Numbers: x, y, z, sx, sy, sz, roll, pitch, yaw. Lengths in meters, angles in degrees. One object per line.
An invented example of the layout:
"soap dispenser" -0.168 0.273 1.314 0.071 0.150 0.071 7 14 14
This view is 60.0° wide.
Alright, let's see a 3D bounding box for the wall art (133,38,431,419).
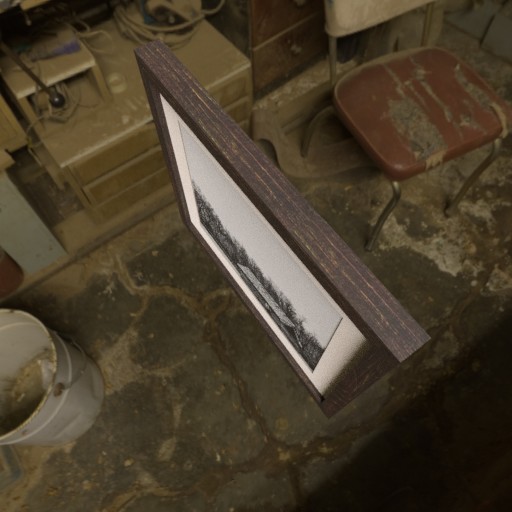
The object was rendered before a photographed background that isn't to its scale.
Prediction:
"wall art" 0.000 0.000 0.523 0.031 0.330 0.381 -33 68 -15
